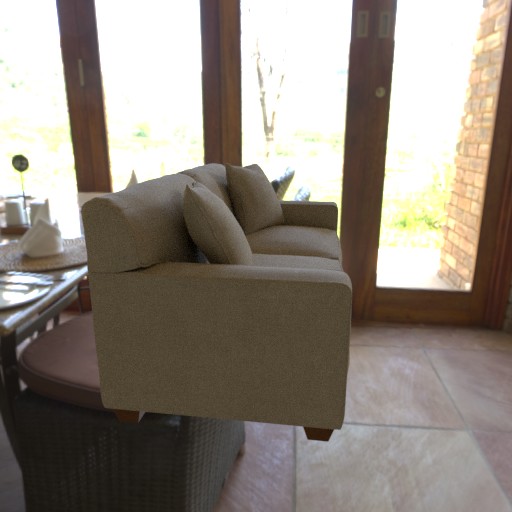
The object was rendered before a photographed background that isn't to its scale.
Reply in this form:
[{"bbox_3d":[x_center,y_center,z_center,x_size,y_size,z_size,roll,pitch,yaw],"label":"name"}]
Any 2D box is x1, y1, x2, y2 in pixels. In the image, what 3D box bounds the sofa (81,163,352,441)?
[{"bbox_3d":[0.000,0.000,2.456,0.998,0.958,1.846,2,16,8],"label":"sofa"}]
